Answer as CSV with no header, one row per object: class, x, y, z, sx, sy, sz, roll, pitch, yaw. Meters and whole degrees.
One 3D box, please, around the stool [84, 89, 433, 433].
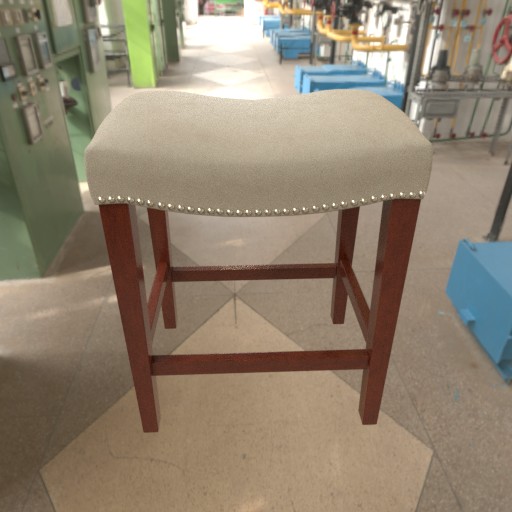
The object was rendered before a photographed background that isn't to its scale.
stool,0.000,0.000,0.926,0.509,0.632,0.375,-1,31,-2
